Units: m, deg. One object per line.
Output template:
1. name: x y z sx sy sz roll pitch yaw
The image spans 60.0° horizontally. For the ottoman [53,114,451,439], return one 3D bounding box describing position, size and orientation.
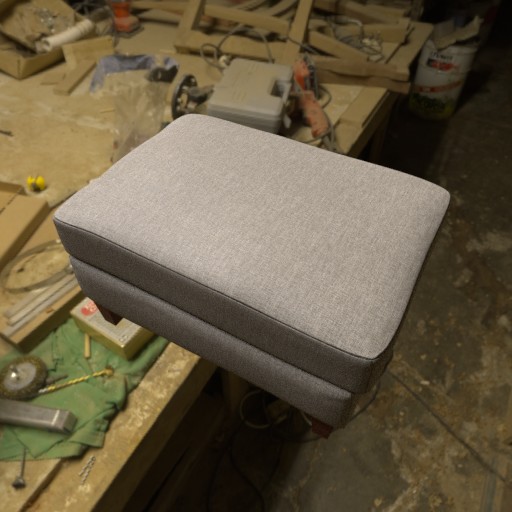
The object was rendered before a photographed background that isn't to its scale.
1. ottoman: 0.000 0.000 1.271 0.873 0.494 0.639 22 50 20
